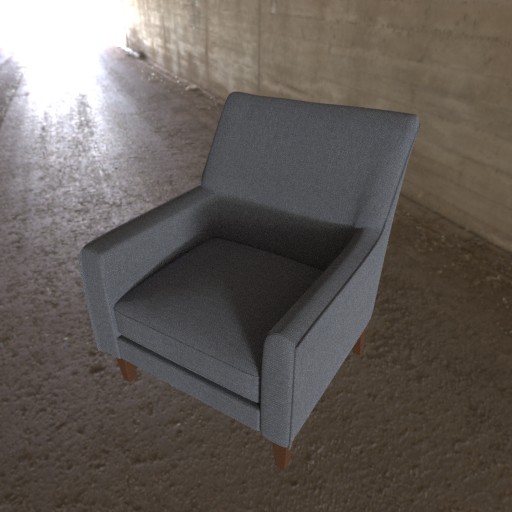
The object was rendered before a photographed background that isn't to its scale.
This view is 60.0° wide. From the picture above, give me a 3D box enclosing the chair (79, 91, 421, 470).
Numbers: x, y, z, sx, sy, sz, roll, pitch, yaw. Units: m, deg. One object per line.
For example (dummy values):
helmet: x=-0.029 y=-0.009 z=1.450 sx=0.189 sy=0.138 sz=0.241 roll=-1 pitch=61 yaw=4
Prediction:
chair: x=0.000 y=0.000 z=1.574 sx=0.780 sy=0.919 sz=0.899 roll=18 pitch=35 yaw=27
